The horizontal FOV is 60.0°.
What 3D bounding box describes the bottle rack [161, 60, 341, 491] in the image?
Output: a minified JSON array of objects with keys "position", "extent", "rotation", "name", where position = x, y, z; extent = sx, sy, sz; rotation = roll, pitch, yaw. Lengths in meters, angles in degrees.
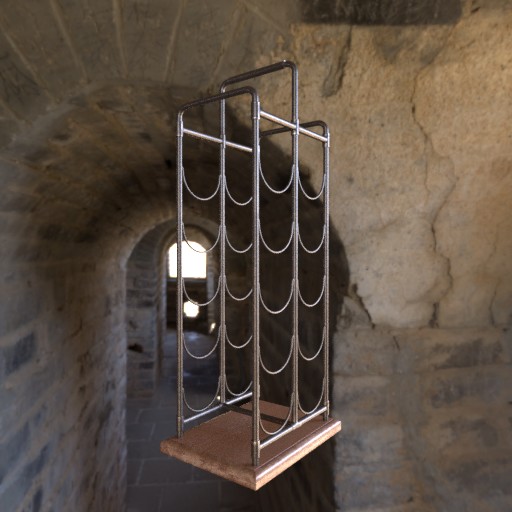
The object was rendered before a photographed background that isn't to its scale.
[{"position":[0.000,0.000,0.812],"extent":[0.208,0.680,0.276],"rotation":[1,1,37],"name":"bottle rack"}]
